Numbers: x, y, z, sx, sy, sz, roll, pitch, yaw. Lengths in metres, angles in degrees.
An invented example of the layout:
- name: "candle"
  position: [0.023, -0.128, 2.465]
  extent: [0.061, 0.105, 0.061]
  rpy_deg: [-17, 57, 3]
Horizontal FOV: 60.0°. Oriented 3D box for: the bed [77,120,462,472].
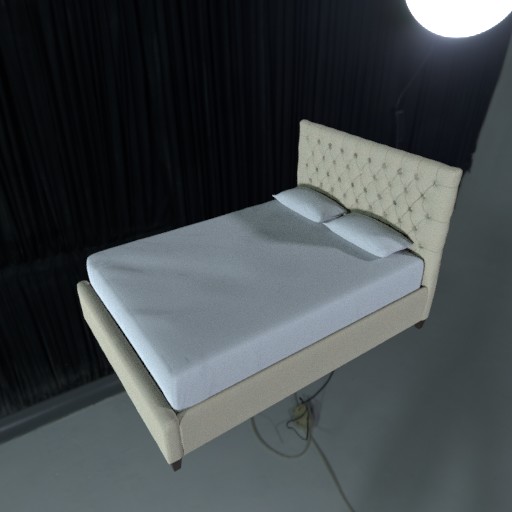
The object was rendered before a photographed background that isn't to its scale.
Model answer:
- name: "bed"
  position: [0.000, 0.000, 3.430]
  extent: [2.387, 1.427, 1.698]
  rpy_deg: [-20, 36, -29]
